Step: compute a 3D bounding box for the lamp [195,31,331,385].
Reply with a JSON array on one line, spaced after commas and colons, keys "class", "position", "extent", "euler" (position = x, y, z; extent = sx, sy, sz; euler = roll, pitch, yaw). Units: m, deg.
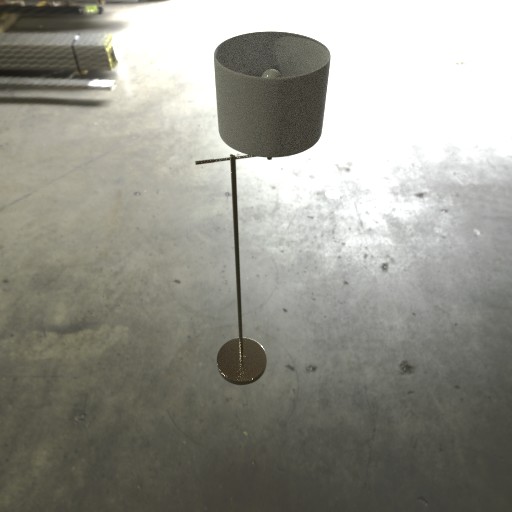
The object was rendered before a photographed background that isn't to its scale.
[{"class": "lamp", "position": [0.000, 0.000, 1.793], "extent": [0.416, 1.600, 0.324], "euler": [-10, 47, -9]}]
